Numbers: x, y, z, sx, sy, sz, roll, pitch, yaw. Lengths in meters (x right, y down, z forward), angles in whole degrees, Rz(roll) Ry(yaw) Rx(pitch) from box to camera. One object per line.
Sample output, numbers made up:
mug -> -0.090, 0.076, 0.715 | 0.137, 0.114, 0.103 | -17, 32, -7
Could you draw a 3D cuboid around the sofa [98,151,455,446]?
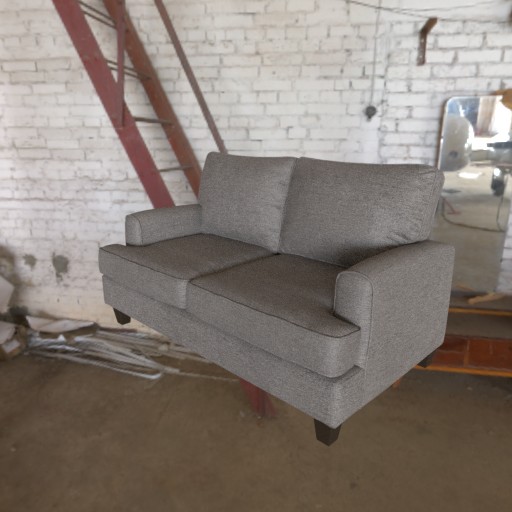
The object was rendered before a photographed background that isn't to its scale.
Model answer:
sofa -> 0.000, 0.000, 2.253 | 1.651, 0.965, 0.965 | 15, 22, 42
